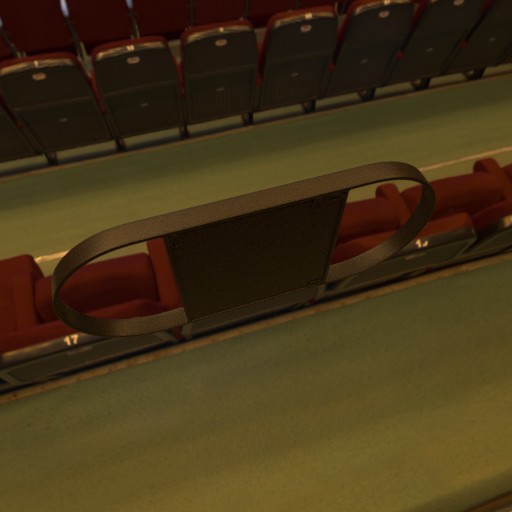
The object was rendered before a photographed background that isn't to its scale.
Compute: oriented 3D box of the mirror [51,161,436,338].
[{"bbox_3d":[0.000,0.000,0.672,0.584,0.254,0.032,-15,58,-10],"label":"mirror"}]
